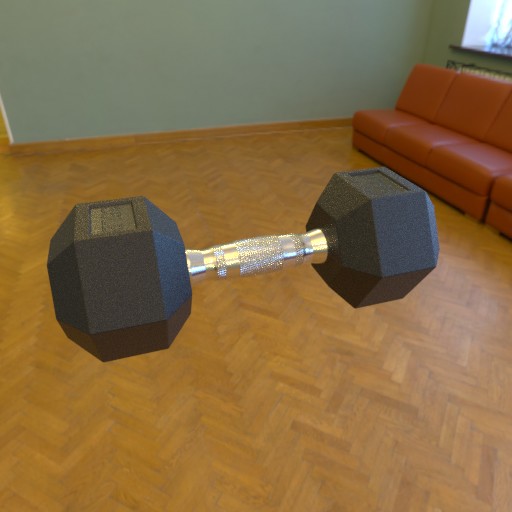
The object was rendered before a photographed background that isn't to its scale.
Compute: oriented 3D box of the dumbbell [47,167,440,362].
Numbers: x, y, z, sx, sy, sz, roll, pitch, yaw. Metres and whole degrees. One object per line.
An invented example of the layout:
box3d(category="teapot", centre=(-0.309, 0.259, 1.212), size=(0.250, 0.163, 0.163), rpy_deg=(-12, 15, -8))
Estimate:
box3d(category="dumbbell", centre=(0.000, 0.000, 0.428), size=(0.356, 0.123, 0.141), rpy_deg=(-10, 32, -15))
